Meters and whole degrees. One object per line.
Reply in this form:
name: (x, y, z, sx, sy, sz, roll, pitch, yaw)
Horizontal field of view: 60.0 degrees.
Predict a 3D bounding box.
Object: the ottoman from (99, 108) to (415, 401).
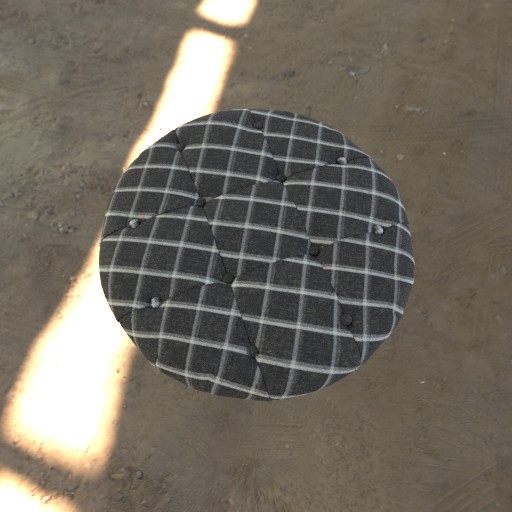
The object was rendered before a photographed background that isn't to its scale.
ottoman: (0.000, 0.000, 1.385, 0.901, 0.439, 0.901, 0, 65, 0)
